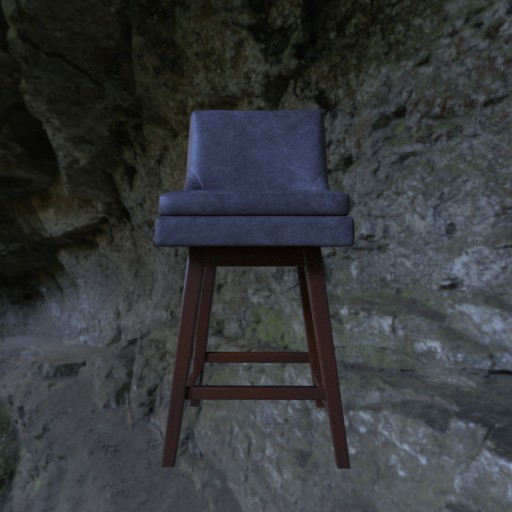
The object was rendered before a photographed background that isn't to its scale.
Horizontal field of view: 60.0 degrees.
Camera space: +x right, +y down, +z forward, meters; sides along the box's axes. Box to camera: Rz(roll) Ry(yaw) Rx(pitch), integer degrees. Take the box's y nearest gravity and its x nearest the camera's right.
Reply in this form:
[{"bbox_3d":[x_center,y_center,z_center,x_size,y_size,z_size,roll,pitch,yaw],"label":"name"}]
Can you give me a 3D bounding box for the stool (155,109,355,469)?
[{"bbox_3d":[0.000,0.000,1.351,0.492,1.046,0.587,0,1,1],"label":"stool"}]
